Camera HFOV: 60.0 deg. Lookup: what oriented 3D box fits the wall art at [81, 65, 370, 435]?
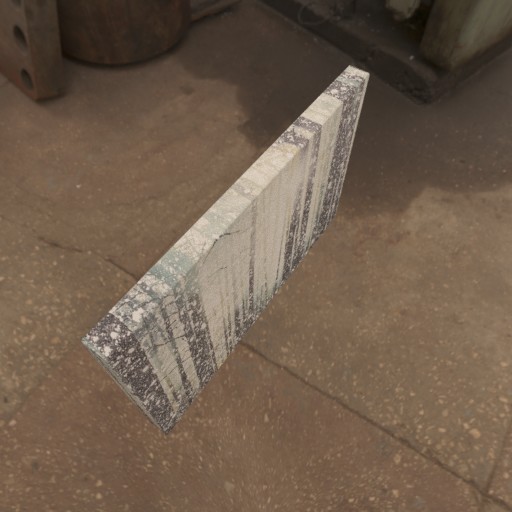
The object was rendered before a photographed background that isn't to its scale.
[{"bbox_3d":[0.000,0.000,0.788,0.042,0.398,0.618,31,62,18],"label":"wall art"}]
